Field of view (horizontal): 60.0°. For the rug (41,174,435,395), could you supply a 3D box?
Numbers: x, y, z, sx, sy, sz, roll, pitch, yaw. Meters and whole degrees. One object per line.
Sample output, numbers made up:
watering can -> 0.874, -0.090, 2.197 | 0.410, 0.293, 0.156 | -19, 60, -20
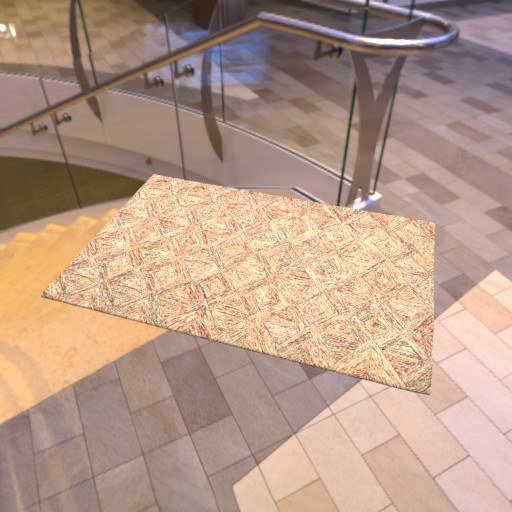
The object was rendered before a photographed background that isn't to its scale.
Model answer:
rug -> 0.000, 0.000, 2.282 | 1.761, 0.014, 1.143 | 12, 42, 13
